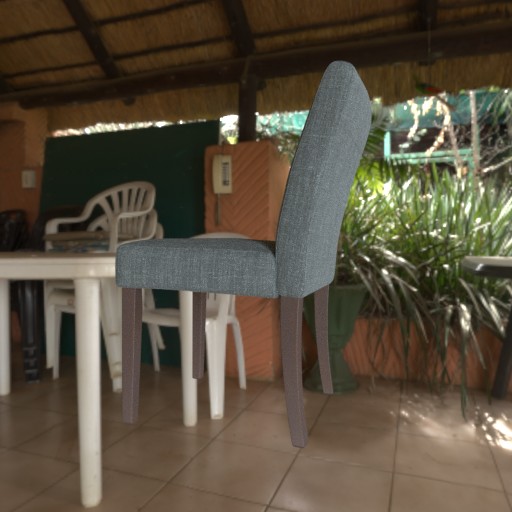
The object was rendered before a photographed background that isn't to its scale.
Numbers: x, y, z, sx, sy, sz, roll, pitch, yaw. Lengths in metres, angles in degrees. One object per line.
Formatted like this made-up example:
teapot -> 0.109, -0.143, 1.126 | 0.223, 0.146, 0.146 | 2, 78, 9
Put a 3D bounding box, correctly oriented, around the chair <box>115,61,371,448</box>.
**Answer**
chair -> 0.000, 0.000, 1.274 | 0.629, 0.884, 0.487 | 1, 2, 19
